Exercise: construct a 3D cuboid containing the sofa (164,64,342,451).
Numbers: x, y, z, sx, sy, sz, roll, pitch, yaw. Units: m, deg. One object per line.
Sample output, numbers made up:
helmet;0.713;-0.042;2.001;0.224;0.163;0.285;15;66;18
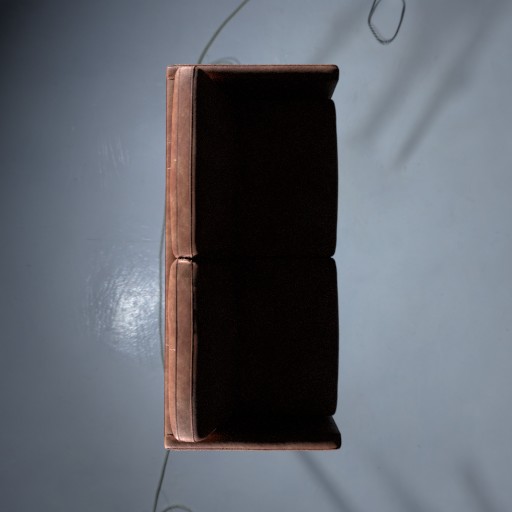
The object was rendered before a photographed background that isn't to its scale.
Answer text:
sofa;0.000;0.000;2.478;0.923;0.863;1.971;0;88;0
